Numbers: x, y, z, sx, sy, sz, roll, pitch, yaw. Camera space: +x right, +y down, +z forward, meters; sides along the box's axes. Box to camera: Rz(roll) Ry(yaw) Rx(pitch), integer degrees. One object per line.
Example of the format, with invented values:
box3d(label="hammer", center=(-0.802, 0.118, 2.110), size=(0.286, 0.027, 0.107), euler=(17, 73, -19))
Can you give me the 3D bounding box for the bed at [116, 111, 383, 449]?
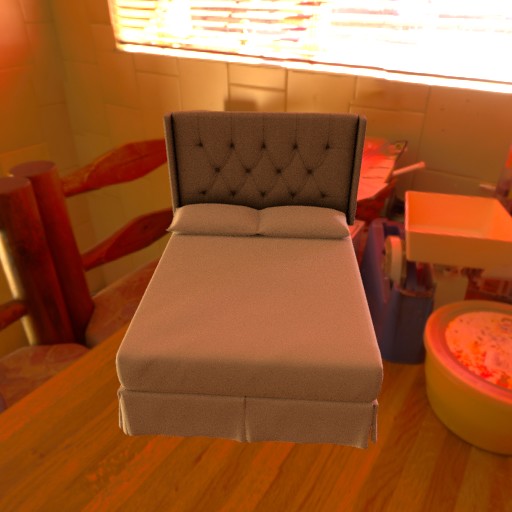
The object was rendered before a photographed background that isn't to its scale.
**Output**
box3d(label="bed", center=(0.000, 0.000, 3.346), size=(1.719, 1.665, 2.066), euler=(2, 31, 3))
